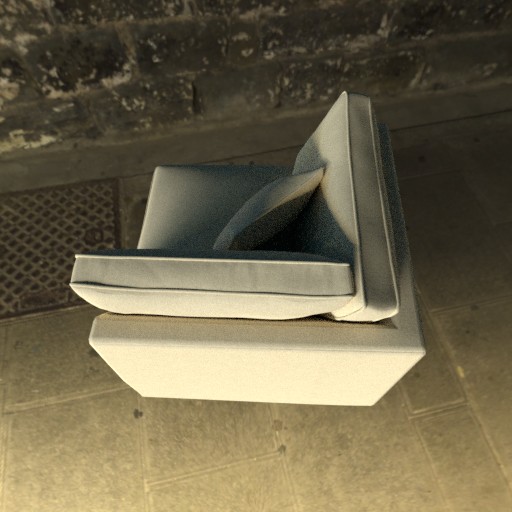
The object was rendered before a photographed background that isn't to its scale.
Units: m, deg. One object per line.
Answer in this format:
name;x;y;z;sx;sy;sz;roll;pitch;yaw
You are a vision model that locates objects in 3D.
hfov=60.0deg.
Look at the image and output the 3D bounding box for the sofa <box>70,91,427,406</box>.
sofa;0.000;0.000;1.974;1.146;1.002;1.084;2;59;1
